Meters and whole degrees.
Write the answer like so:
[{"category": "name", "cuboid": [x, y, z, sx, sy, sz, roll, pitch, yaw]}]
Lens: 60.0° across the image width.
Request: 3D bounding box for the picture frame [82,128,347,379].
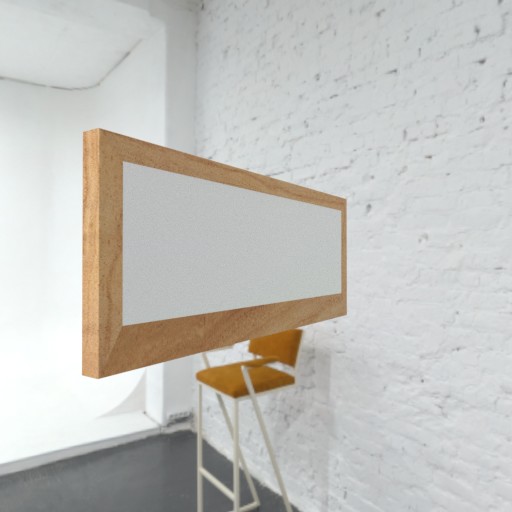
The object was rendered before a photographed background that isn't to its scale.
[{"category": "picture frame", "cuboid": [0.000, 0.000, 0.664, 0.045, 0.234, 0.582, 0, -1, 34]}]
